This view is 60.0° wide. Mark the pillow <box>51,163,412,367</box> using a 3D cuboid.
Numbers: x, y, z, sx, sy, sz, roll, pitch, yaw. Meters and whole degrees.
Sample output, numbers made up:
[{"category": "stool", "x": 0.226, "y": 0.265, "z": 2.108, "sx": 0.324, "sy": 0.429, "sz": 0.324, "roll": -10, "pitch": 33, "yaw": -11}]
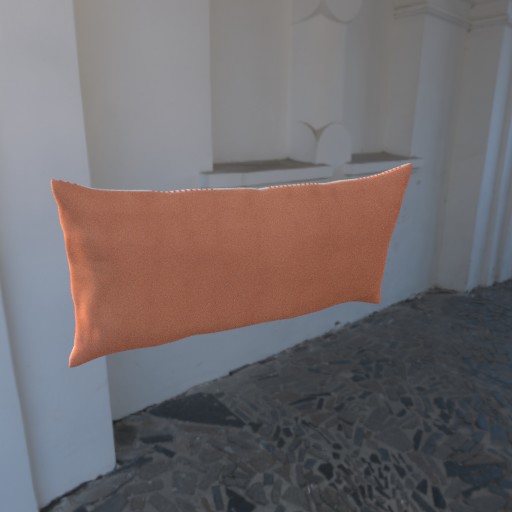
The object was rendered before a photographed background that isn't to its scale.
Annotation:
[{"category": "pillow", "x": 0.000, "y": 0.000, "z": 0.744, "sx": 0.608, "sy": 0.292, "sz": 0.156, "roll": -8, "pitch": 17, "yaw": -26}]
